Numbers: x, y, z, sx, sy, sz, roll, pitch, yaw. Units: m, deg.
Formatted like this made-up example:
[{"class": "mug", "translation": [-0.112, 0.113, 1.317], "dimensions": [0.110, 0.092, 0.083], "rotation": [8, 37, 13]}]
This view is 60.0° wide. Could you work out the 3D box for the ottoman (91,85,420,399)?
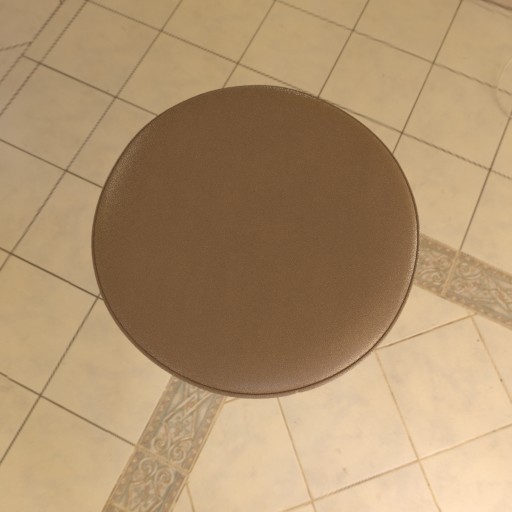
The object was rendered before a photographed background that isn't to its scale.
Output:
[{"class": "ottoman", "translation": [0.000, 0.000, 0.831], "dimensions": [0.500, 0.409, 0.500], "rotation": [0, 74, 0]}]
